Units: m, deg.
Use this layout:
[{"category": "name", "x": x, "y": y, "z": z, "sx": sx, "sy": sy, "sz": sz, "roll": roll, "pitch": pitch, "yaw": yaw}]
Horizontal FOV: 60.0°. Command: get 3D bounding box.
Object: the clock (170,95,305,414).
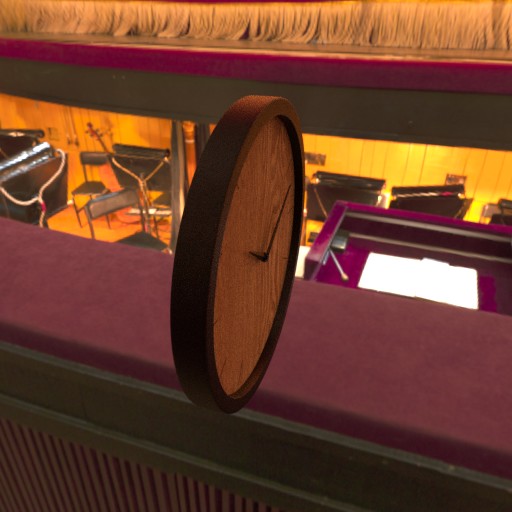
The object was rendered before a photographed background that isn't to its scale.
[{"category": "clock", "x": 0.000, "y": 0.000, "z": 0.461, "sx": 0.029, "sy": 0.314, "sz": 0.314, "roll": 10, "pitch": 32, "yaw": 16}]
